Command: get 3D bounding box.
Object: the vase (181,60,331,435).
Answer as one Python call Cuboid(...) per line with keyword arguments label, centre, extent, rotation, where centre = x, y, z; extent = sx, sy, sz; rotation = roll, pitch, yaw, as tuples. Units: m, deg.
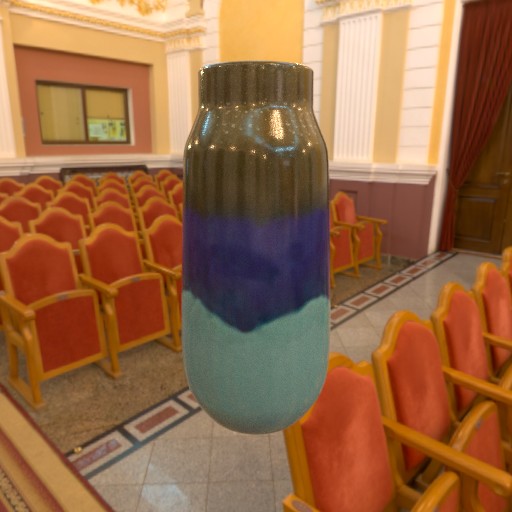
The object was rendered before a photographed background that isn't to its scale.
Cuboid(label="vase", centre=(0.000, 0.000, 0.399), extent=(0.139, 0.313, 0.139), rotation=(0, 15, 0))
